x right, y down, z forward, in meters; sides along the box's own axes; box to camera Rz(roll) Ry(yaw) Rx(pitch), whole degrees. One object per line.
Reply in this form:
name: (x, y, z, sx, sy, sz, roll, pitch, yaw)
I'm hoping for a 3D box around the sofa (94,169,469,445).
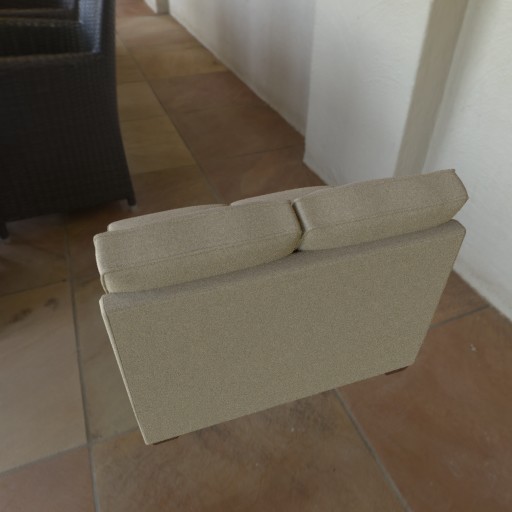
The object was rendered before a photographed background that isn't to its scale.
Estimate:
sofa: (0.000, 0.000, 1.930, 1.237, 1.008, 0.951, -12, 42, -14)
